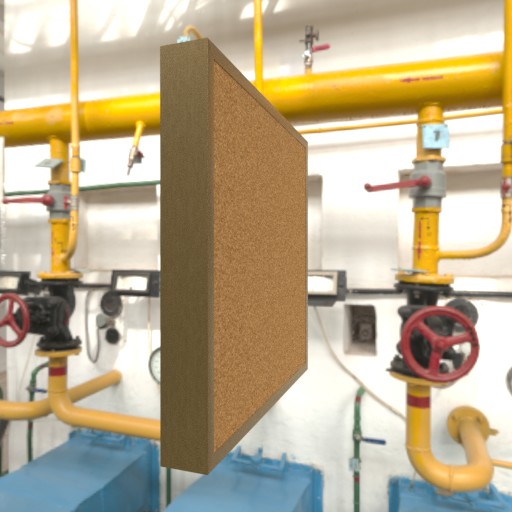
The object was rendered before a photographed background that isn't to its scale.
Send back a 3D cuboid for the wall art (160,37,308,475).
[{"bbox_3d":[0.000,0.000,0.458,0.038,0.305,0.304,0,0,20],"label":"wall art"}]
